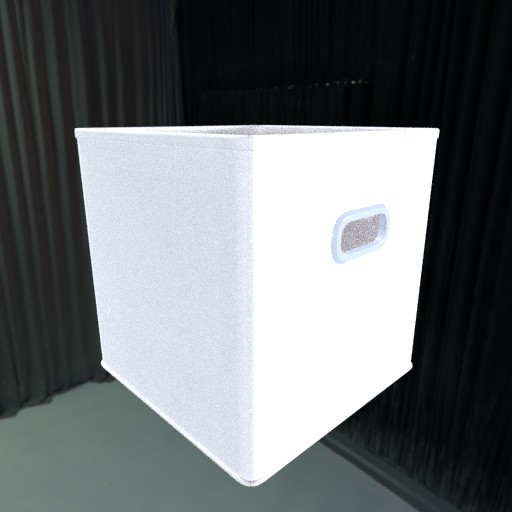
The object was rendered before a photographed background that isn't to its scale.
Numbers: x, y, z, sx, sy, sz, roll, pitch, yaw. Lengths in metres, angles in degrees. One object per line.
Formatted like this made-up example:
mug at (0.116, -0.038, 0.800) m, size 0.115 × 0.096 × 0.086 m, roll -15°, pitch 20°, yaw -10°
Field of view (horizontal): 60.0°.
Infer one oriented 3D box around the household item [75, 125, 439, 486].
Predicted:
household item at (0.000, 0.000, 0.551) m, size 0.305 × 0.305 × 0.305 m, roll -16°, pitch 23°, yaw -41°
